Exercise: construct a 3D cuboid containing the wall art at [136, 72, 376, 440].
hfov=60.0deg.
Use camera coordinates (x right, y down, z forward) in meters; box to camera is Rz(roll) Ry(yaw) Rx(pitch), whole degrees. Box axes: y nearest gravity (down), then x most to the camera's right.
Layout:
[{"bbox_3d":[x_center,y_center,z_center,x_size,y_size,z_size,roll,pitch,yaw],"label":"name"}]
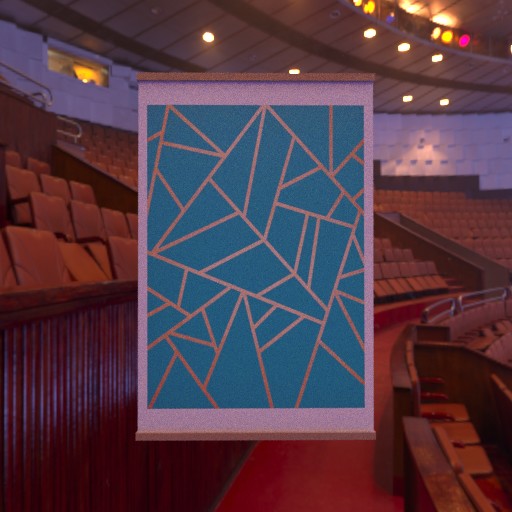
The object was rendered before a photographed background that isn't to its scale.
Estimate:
[{"bbox_3d":[0.000,0.000,1.850,0.990,1.519,0.030,0,0,0],"label":"wall art"}]
